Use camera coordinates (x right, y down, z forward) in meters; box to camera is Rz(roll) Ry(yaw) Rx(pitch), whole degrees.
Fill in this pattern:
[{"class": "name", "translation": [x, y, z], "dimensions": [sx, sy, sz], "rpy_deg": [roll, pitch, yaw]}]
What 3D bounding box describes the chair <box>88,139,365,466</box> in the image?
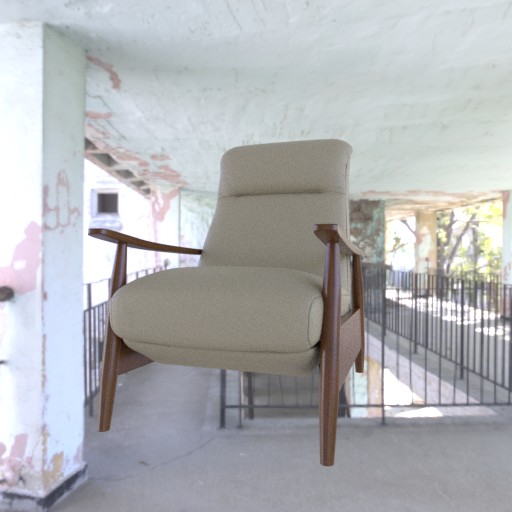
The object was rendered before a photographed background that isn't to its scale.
[{"class": "chair", "translation": [0.000, 0.000, 1.713], "dimensions": [0.762, 1.082, 1.014], "rpy_deg": [0, 1, 18]}]
